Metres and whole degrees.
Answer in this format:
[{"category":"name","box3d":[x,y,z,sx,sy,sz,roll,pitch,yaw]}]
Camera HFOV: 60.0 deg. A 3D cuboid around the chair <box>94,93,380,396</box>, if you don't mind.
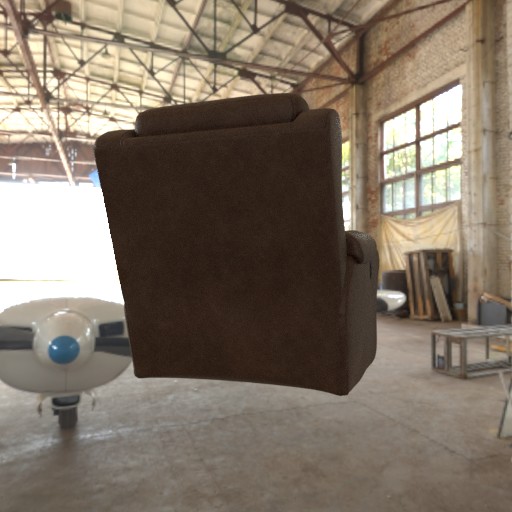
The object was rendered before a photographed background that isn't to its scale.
[{"category":"chair","box3d":[0.000,0.000,1.794,0.940,0.990,1.067,0,-1,17]}]
